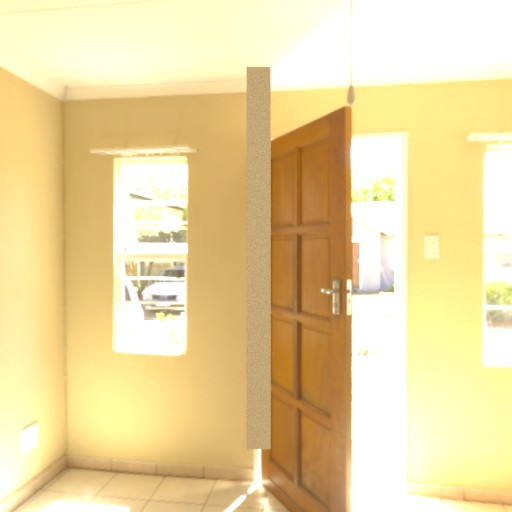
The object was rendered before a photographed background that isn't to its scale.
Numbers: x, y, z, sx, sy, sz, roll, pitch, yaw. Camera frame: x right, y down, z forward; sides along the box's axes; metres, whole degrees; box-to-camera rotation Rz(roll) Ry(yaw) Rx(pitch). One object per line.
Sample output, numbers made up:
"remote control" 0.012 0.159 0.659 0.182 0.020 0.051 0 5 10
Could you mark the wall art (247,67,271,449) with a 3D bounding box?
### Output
"wall art" 0.000 0.000 1.162 0.038 0.609 0.914 0 1 -1
